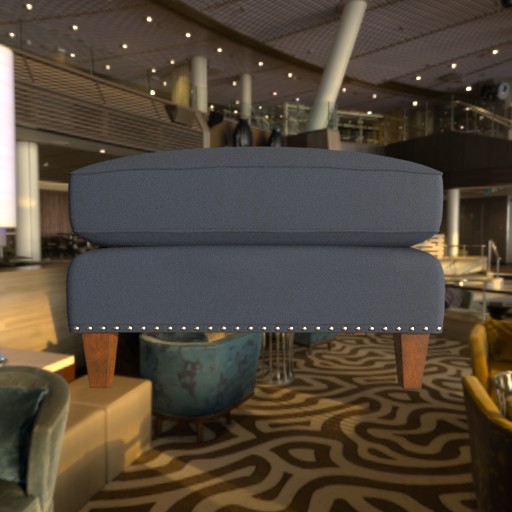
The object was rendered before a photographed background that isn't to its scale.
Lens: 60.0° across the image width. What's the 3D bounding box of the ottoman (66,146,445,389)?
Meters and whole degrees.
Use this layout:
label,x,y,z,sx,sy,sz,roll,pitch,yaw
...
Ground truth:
label,x,y,z,sx,sy,sz,roll,pitch,yaw
ottoman,0.000,0.000,1.140,0.741,0.513,0.584,0,3,0
